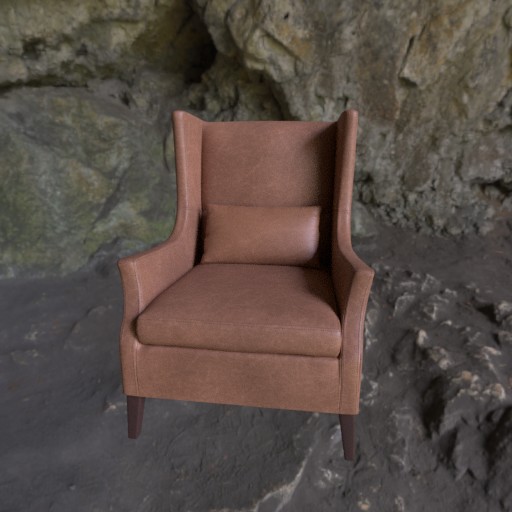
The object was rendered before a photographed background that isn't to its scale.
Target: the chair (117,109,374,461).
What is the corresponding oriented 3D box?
[{"bbox_3d":[0.000,0.000,1.721,0.815,1.088,0.913,2,16,8],"label":"chair"}]
